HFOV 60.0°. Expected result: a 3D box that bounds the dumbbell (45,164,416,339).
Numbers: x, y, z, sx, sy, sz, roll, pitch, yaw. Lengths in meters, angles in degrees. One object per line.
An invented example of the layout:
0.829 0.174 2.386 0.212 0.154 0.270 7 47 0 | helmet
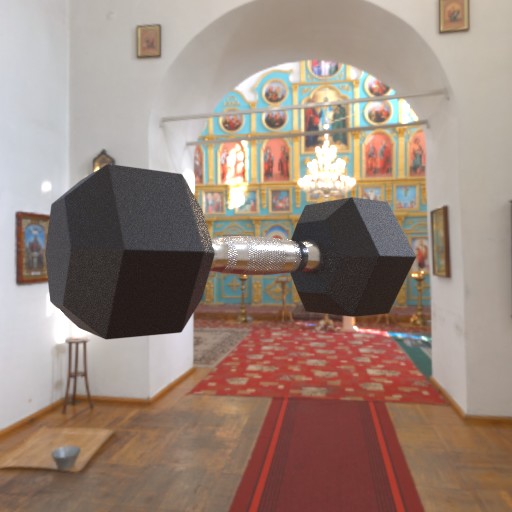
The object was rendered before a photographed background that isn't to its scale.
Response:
0.000 0.000 0.426 0.356 0.123 0.141 1 -2 -36 | dumbbell
